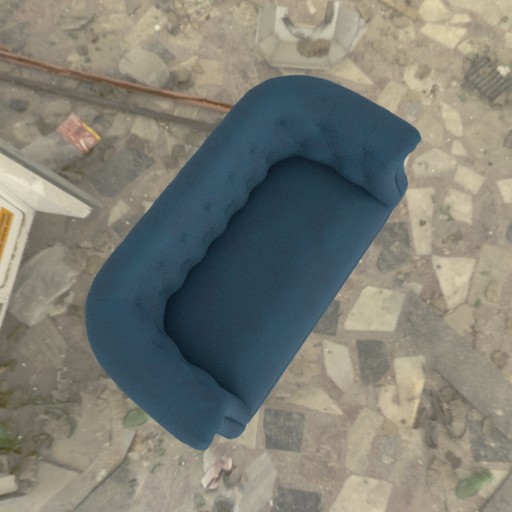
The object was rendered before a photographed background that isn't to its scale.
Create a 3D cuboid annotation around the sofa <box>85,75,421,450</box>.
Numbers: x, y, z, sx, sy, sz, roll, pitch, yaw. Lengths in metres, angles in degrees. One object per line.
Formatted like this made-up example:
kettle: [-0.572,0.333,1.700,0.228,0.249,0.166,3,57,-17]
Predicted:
sofa: [0.000,0.000,2.084,0.835,0.827,1.558,35,78,8]
